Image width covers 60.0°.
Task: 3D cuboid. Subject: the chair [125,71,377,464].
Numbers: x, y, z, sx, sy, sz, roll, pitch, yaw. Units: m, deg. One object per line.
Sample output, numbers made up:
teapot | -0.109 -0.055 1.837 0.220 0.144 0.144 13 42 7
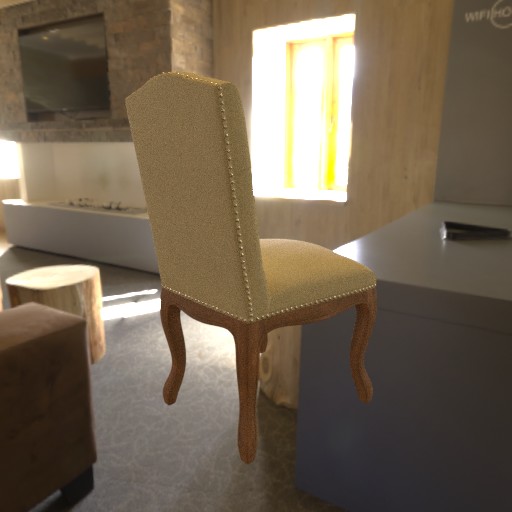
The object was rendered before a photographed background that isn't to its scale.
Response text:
chair | 0.000 0.000 1.582 0.715 1.165 0.623 -13 19 -42
